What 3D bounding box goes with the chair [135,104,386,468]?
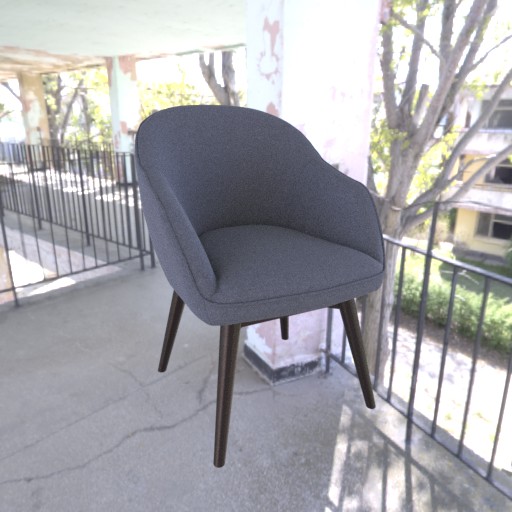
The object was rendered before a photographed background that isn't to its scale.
[{"bbox_3d":[0.000,0.000,1.229,0.589,0.810,0.611,-9,19,-27],"label":"chair"}]
